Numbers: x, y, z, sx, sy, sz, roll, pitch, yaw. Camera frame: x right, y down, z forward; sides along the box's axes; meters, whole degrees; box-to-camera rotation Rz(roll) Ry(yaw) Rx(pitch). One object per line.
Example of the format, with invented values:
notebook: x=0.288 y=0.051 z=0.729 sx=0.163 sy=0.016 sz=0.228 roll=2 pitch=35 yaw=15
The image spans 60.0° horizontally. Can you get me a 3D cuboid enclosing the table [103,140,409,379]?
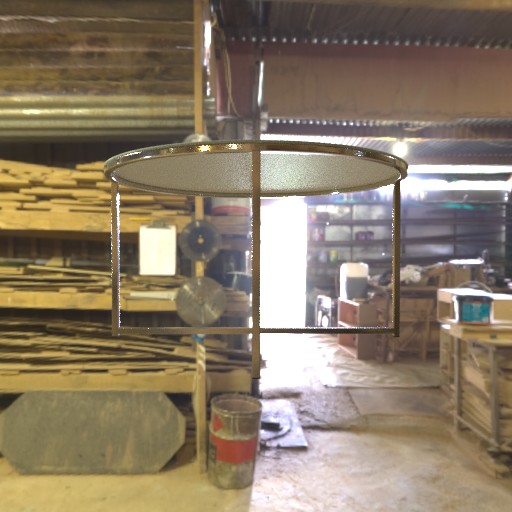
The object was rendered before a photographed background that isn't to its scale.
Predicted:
table: x=0.000 y=0.000 z=1.231 sx=0.800 sy=0.450 sz=0.800 roll=0 pitch=1 yaw=0
